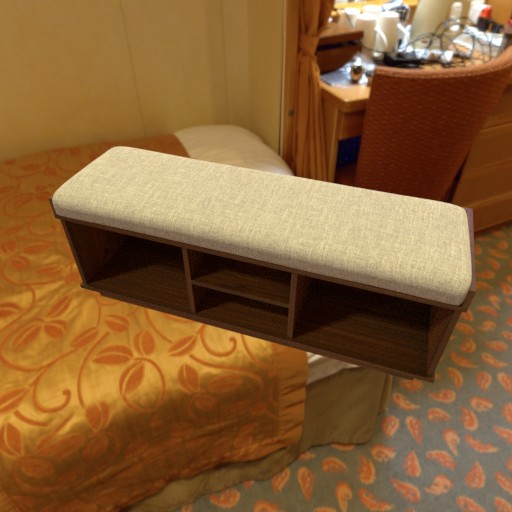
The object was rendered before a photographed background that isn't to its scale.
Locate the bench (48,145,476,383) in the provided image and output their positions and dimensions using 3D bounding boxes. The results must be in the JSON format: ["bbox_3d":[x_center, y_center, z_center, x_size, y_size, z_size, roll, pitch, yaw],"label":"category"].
[{"bbox_3d":[0.000,0.000,1.425,1.196,0.468,0.367,13,43,14],"label":"bench"}]
